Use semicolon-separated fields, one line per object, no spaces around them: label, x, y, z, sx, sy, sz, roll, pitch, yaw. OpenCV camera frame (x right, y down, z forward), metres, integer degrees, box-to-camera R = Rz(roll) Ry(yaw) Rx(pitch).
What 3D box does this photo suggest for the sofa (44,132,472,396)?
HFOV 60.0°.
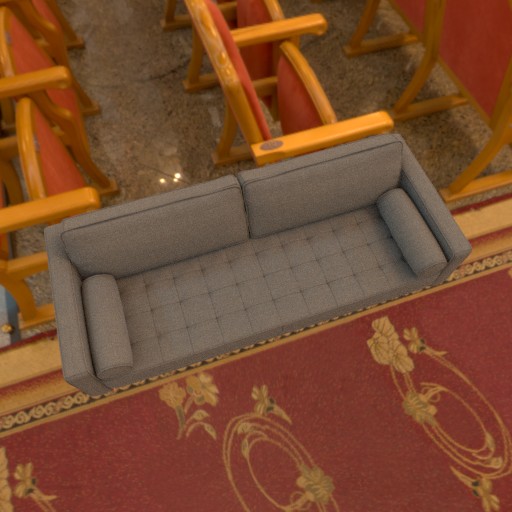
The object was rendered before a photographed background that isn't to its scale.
sofa;0.000;0.000;2.583;2.198;0.762;0.914;-17;64;-8
